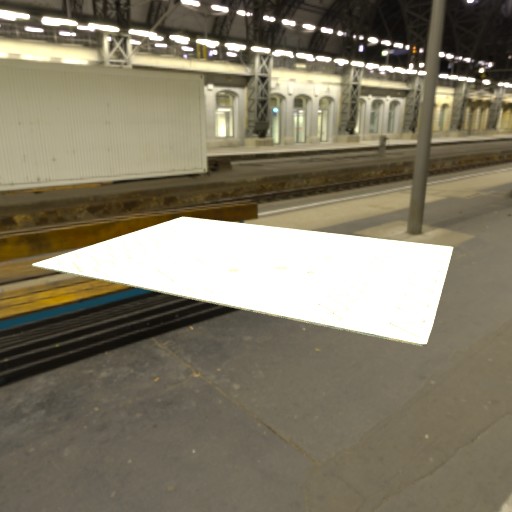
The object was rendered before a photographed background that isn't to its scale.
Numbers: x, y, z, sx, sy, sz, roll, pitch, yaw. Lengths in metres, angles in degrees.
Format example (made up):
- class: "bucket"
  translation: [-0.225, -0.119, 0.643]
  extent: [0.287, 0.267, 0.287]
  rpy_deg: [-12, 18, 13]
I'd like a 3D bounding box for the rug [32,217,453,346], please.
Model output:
- class: "rug"
  translation: [0.000, 0.000, 2.308]
  extent: [1.820, 0.009, 1.260]
  rpy_deg: [8, 19, 25]
